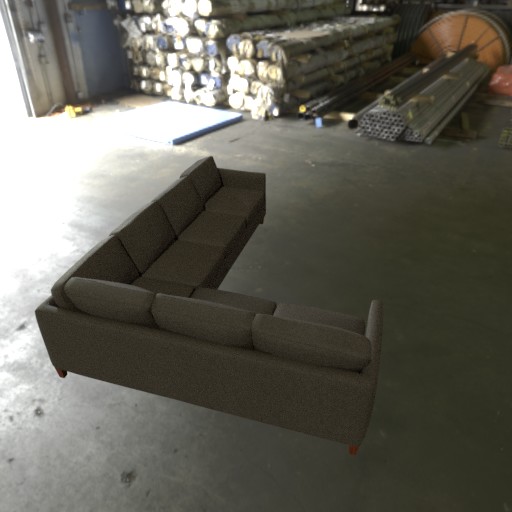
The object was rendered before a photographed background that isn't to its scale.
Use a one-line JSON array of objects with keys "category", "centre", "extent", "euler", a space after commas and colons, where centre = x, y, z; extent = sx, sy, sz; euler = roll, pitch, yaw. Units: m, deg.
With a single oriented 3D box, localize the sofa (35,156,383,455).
[{"category": "sofa", "centre": [0.000, 0.000, 4.499], "extent": [2.593, 0.947, 3.302], "euler": [9, 33, 14]}]
